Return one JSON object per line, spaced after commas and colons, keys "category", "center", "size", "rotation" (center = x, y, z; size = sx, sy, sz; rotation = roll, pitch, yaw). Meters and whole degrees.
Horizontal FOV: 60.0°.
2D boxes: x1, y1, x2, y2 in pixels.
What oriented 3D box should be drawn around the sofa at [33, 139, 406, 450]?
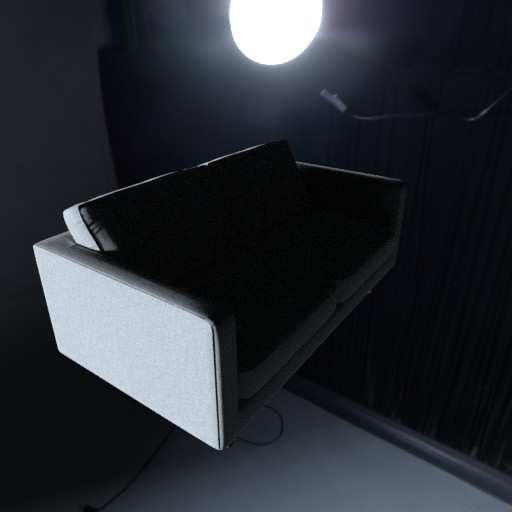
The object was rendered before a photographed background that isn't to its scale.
{"category": "sofa", "center": [0.000, 0.000, 2.282], "size": [1.000, 0.900, 1.731], "rotation": [18, 31, 31]}
